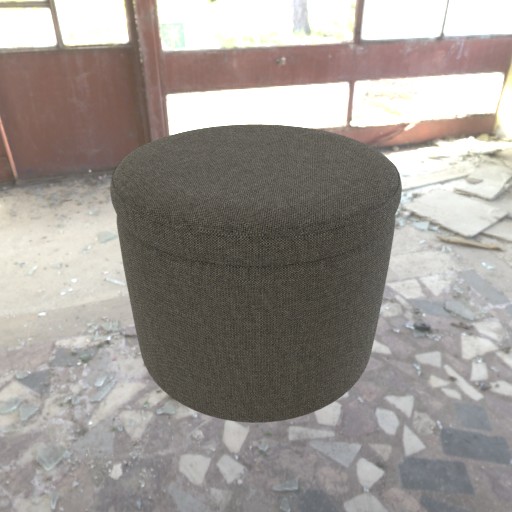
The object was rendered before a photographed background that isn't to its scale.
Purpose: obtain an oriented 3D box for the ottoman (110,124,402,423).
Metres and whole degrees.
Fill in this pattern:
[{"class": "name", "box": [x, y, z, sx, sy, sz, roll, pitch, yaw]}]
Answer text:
[{"class": "ottoman", "box": [0.000, 0.000, 0.910, 0.520, 0.430, 0.520, 0, 32, 0]}]
